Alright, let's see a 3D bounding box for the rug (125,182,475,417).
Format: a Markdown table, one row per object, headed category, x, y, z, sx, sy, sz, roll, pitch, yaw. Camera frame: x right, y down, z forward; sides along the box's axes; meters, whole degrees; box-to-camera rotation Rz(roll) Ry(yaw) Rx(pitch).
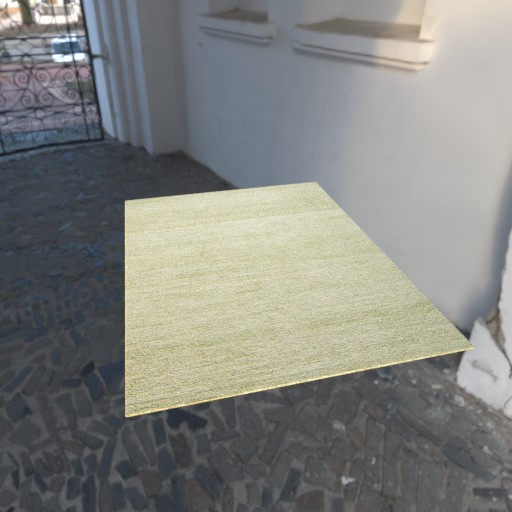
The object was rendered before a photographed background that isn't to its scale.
| category | x | y | z | sx | sy | sz | roll | pitch | yaw |
| --- | --- | --- | --- | --- | --- | --- | --- | --- | --- |
| rug | 0.000 | 0.000 | 4.238 | 2.425 | 0.016 | 3.198 | -8 | 32 | -12 |
